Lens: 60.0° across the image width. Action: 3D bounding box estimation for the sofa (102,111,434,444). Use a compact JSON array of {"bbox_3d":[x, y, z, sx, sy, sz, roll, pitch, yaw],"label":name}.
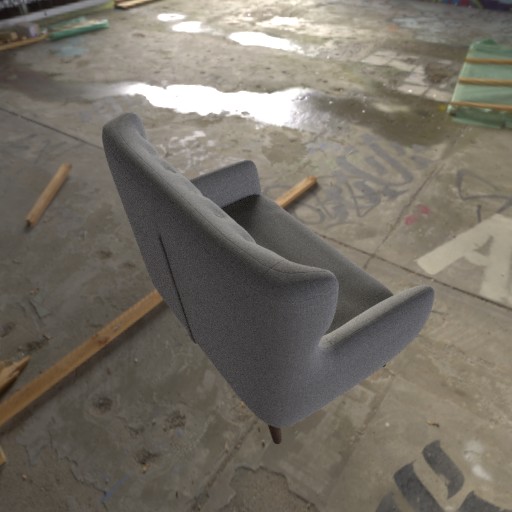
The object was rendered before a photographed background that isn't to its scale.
[{"bbox_3d":[0.000,0.000,2.014,0.884,1.028,1.386,-26,48,-26],"label":"sofa"}]
